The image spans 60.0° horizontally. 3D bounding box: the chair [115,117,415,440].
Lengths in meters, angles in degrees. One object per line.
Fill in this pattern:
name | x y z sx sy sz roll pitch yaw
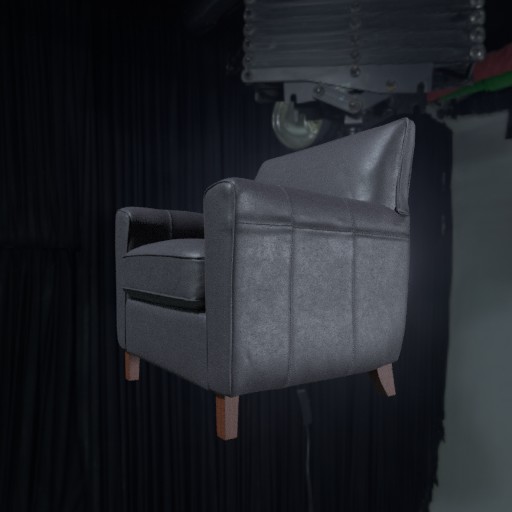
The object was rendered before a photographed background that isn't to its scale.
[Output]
chair | 0.000 0.000 1.618 0.825 0.943 0.870 1 -1 -36
